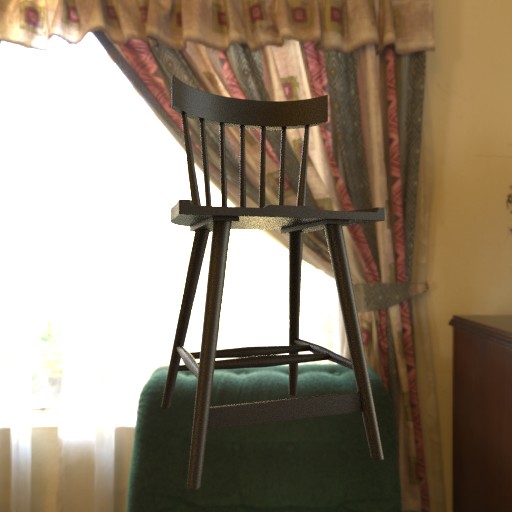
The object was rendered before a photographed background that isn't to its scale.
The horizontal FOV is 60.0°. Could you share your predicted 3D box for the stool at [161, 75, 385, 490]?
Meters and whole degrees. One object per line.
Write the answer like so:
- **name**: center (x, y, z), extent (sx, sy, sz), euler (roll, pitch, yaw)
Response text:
- **stool**: center (0.000, 0.000, 1.227), extent (0.494, 0.953, 0.549), euler (0, -1, -18)
